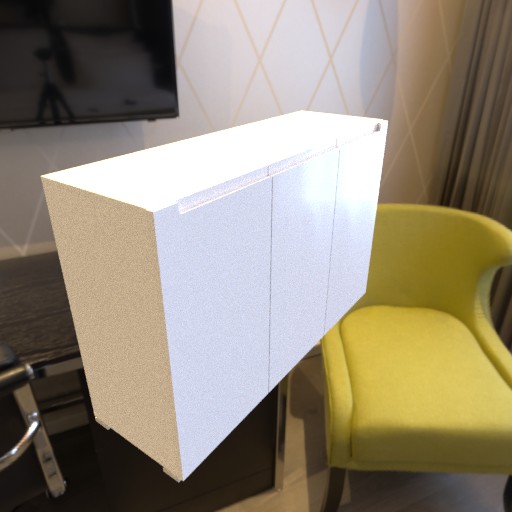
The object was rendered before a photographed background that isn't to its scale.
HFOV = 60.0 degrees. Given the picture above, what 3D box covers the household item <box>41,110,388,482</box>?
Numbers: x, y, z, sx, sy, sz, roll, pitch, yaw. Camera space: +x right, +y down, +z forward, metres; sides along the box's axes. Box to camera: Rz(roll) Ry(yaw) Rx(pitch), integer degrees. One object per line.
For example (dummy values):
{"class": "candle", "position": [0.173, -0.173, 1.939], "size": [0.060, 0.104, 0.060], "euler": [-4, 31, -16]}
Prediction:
{"class": "household item", "position": [0.000, 0.000, 1.691], "size": [0.420, 0.867, 1.300], "euler": [18, 32, 32]}
